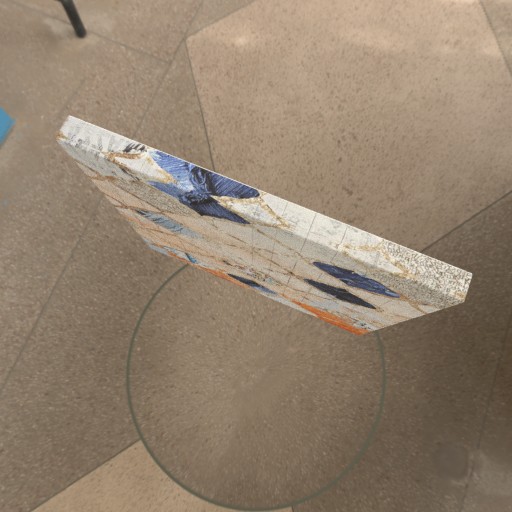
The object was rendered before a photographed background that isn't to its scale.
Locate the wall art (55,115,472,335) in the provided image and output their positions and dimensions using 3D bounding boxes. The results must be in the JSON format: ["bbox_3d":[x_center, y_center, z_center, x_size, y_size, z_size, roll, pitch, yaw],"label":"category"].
[{"bbox_3d":[0.000,0.000,0.753,0.507,0.508,0.038,22,77,5],"label":"wall art"}]
